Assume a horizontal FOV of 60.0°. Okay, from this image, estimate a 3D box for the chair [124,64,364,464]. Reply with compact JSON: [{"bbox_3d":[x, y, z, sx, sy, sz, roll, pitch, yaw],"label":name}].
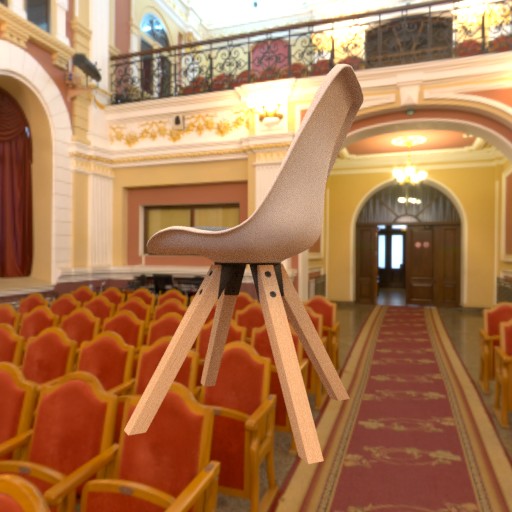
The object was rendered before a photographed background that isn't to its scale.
[{"bbox_3d":[0.000,0.000,1.174,0.550,0.850,0.485,0,0,19],"label":"chair"}]
